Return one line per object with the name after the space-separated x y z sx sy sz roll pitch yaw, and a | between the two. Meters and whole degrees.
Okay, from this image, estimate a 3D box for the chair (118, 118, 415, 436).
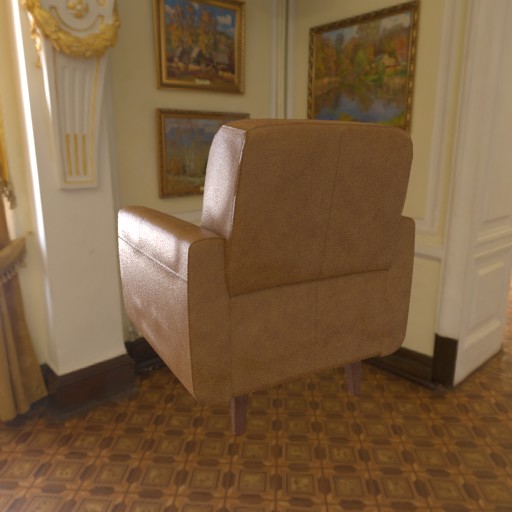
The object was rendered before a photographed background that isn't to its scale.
0.000 0.000 1.694 0.845 0.968 0.942 -7 16 -28 | chair
